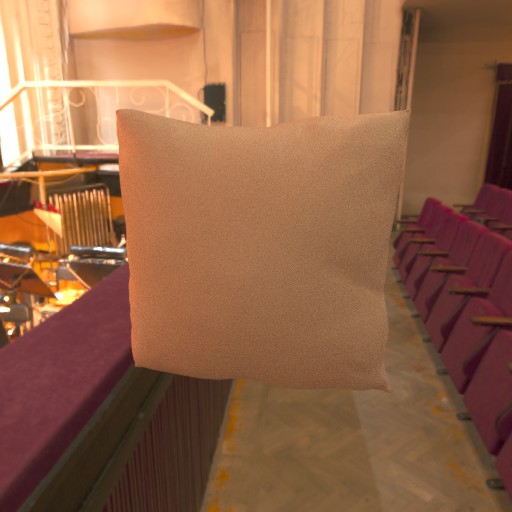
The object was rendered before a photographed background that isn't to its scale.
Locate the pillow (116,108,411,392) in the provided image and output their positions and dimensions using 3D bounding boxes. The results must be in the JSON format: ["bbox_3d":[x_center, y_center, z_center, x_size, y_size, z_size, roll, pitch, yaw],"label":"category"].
[{"bbox_3d":[0.000,0.000,0.703,0.450,0.448,0.245,3,15,9],"label":"pillow"}]
